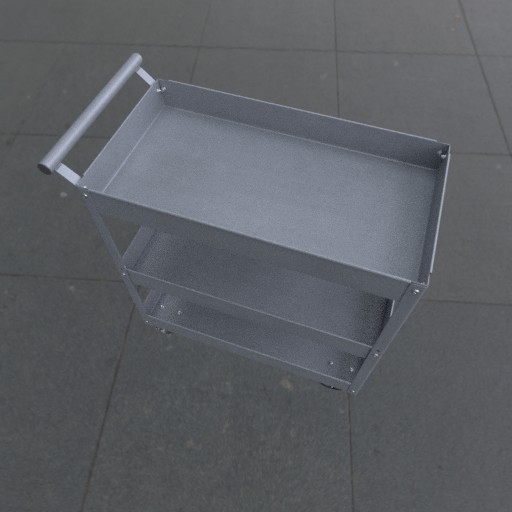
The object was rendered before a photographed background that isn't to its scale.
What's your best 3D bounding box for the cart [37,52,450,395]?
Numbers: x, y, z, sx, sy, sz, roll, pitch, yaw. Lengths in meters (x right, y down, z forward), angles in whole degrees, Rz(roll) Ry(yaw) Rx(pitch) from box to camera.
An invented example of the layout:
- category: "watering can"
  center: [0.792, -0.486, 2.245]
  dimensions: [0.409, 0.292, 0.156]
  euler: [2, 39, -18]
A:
- category: "cart"
  center: [0.000, 0.000, 1.156]
  dimensions: [0.719, 0.780, 0.366]
  euler: [16, 58, 10]
